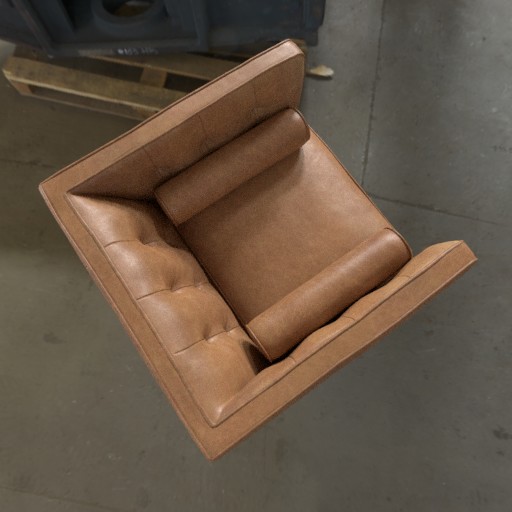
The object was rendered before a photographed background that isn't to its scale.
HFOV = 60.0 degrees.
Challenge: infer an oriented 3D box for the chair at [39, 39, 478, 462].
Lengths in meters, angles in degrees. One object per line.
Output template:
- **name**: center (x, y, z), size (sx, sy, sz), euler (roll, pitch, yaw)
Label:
- **chair**: center (0.000, 0.000, 1.600), size (0.912, 0.797, 0.920), euler (-34, 78, -8)
